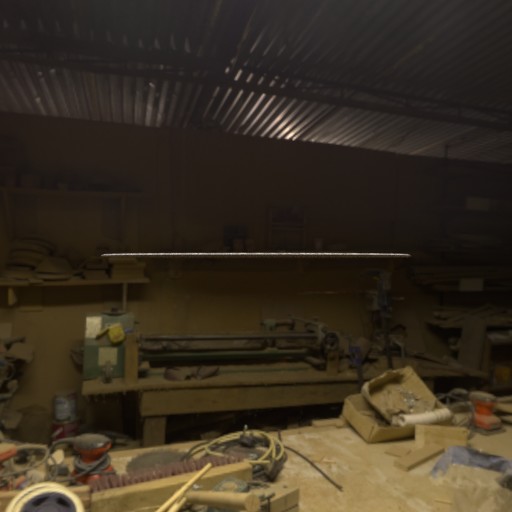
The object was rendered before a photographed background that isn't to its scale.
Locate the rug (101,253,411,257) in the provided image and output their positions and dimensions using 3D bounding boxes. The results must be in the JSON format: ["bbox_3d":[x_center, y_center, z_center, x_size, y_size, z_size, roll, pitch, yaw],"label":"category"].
[{"bbox_3d":[0.000,0.000,2.412,1.593,0.012,1.593,0,0,0],"label":"rug"}]
